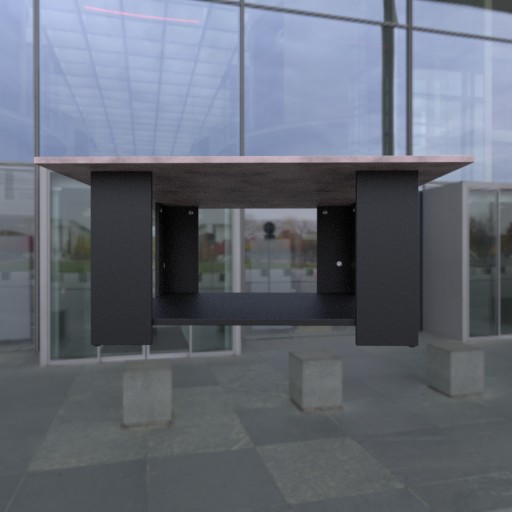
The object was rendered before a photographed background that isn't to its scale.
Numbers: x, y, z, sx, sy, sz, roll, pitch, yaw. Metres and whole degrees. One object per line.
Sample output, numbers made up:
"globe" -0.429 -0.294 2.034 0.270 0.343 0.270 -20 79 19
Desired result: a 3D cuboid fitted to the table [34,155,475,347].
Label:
"table" 0.000 0.000 1.008 0.670 0.305 0.670 0 0 1
